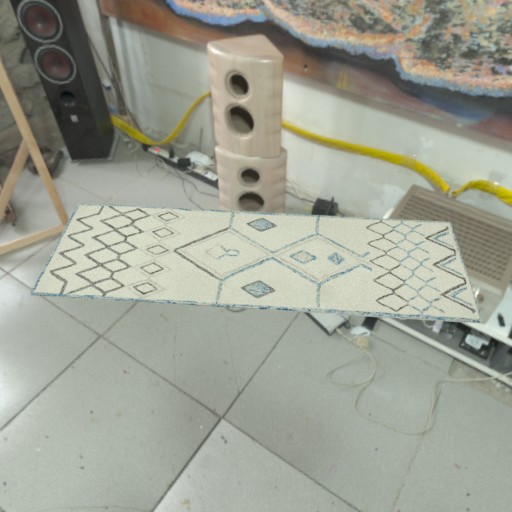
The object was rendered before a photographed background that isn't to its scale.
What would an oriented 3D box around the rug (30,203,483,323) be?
[{"bbox_3d":[0.000,0.000,2.634,2.434,0.013,0.770,3,47,3],"label":"rug"}]
